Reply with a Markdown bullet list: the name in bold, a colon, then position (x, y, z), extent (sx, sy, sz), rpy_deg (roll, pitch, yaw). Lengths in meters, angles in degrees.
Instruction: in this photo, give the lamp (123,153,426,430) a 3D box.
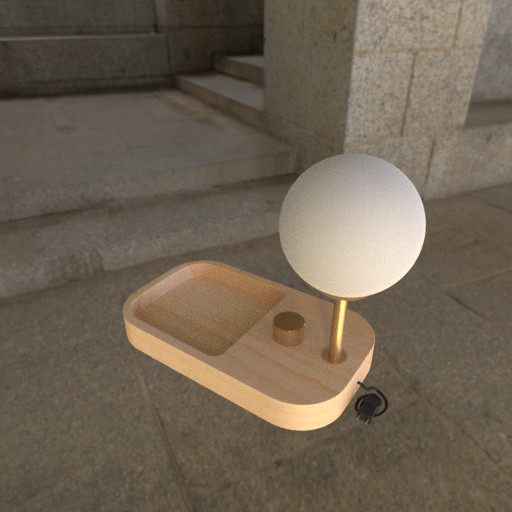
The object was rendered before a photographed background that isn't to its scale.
- **lamp**: position (0.000, 0.000, 0.475), extent (0.331, 0.253, 0.173), rpy_deg (19, 35, 29)
